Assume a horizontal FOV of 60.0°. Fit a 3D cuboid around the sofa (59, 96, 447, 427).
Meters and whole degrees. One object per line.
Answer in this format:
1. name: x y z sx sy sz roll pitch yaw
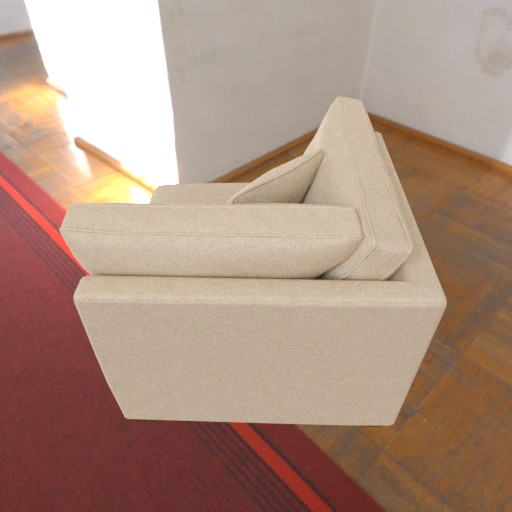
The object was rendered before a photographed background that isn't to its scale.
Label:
1. sofa: 0.000 0.000 1.897 1.146 1.002 1.084 1 43 1
